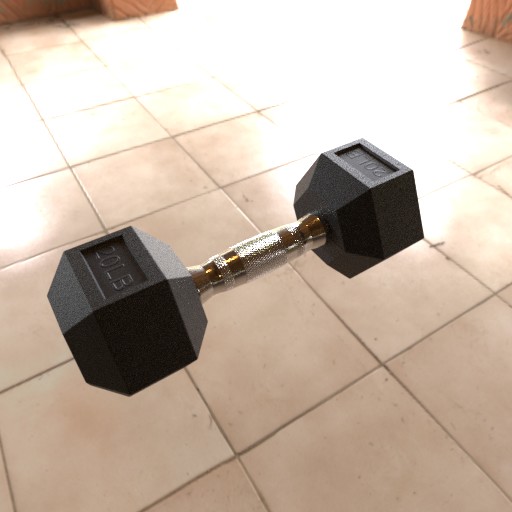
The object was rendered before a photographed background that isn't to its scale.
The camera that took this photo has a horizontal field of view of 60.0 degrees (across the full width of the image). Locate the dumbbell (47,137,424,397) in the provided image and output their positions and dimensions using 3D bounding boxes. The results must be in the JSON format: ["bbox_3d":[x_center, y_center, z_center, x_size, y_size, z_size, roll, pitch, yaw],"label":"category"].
[{"bbox_3d":[0.000,0.000,0.352,0.297,0.101,0.116,-25,50,-22],"label":"dumbbell"}]
